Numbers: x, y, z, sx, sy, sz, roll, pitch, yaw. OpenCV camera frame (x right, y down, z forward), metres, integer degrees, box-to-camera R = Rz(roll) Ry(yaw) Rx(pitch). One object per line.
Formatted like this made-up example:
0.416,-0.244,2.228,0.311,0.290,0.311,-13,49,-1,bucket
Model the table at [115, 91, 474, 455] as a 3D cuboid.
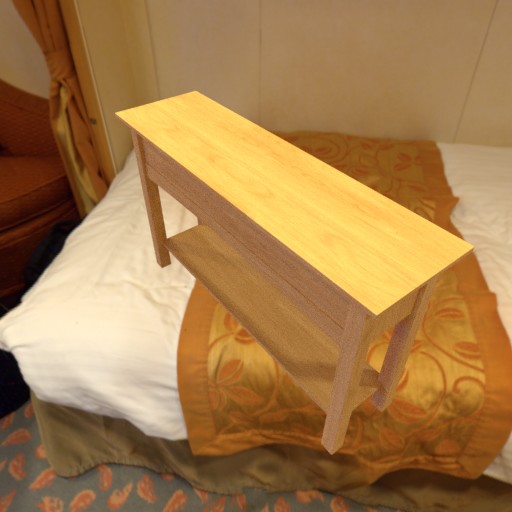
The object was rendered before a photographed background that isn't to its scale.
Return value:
0.000,0.000,1.578,0.350,0.730,1.240,-27,48,-27,table
